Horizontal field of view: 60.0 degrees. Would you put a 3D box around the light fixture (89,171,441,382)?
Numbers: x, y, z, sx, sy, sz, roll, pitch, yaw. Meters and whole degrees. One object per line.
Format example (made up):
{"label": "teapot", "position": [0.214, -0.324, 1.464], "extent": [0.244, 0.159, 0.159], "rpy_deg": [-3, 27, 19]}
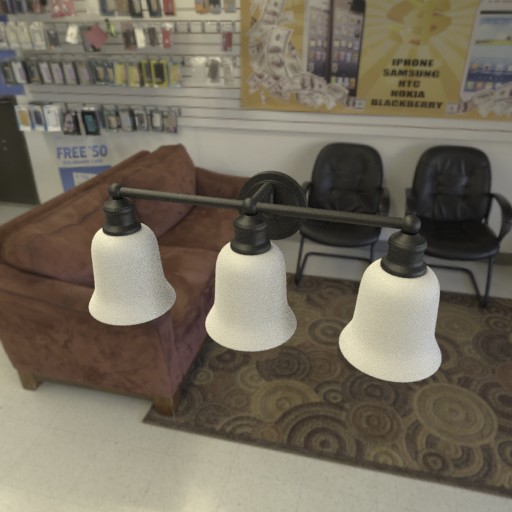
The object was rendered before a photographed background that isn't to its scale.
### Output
{"label": "light fixture", "position": [0.000, 0.000, 0.680], "extent": [0.570, 0.211, 0.198], "rpy_deg": [8, 29, 15]}
